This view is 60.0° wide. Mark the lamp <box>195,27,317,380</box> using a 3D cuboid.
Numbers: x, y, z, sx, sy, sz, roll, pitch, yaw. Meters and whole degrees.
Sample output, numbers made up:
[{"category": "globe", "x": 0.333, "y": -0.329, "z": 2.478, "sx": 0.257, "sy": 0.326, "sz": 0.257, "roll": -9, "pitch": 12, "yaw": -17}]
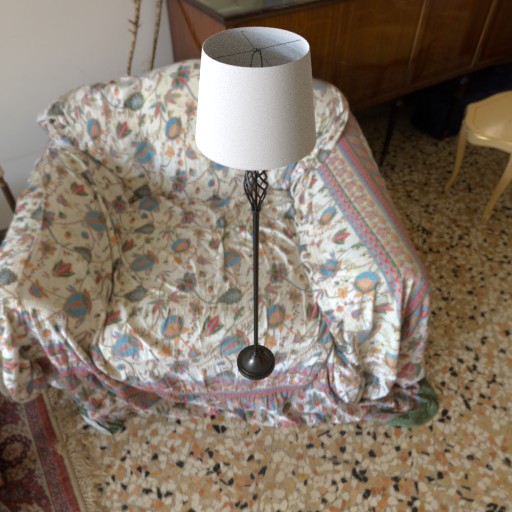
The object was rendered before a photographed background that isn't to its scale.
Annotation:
[{"category": "lamp", "x": 0.000, "y": 0.000, "z": 1.777, "sx": 0.379, "sy": 1.623, "sz": 0.379, "roll": 0, "pitch": 46, "yaw": 0}]
